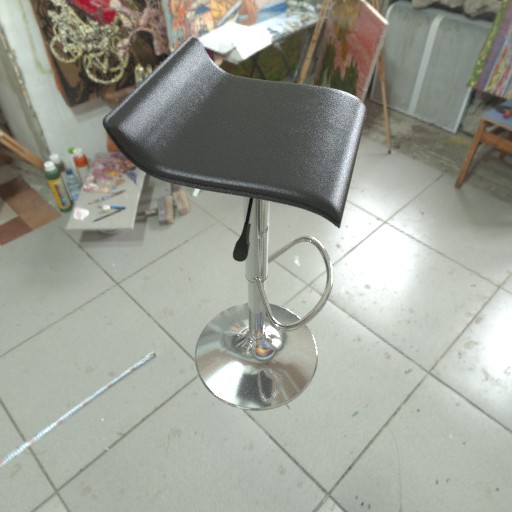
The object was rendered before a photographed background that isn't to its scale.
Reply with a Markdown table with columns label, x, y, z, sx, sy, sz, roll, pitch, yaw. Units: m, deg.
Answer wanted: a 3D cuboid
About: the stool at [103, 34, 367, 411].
| label | x | y | z | sx | sy | sz | roll | pitch | yaw |
| --- | --- | --- | --- | --- | --- | --- | --- | --- | --- |
| stool | 0.000 | 0.000 | 1.060 | 0.381 | 0.851 | 0.381 | 12 | 47 | 11 |
